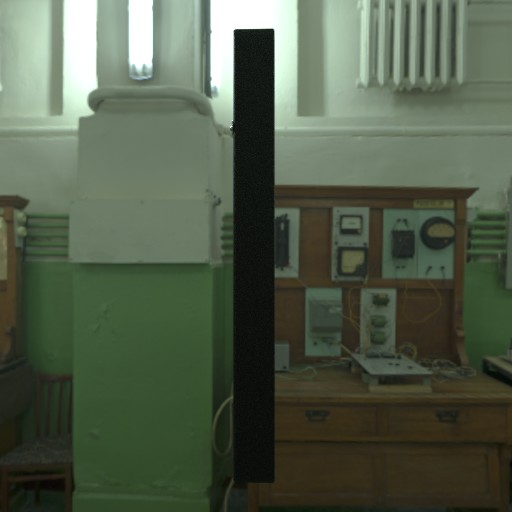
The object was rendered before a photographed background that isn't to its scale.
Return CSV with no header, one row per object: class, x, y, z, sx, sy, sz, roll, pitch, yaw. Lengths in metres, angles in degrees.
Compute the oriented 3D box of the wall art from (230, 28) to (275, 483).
wall art,0.000,0.000,0.596,0.041,0.407,0.406,0,0,1
